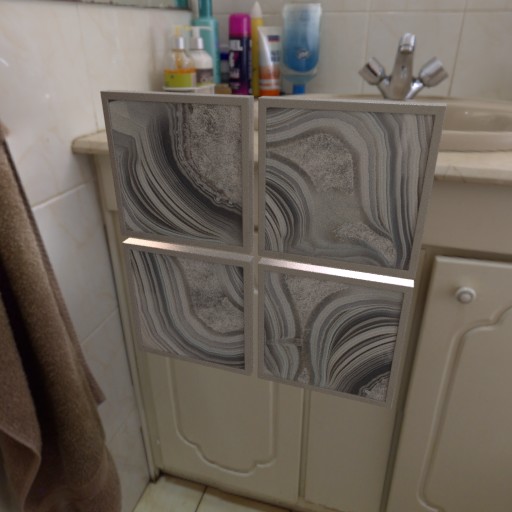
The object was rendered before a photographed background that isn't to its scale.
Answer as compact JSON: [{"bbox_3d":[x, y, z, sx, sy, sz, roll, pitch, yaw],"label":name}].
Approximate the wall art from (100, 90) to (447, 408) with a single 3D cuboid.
[{"bbox_3d":[0.000,0.000,0.897,0.611,0.611,0.029,8,28,16],"label":"wall art"}]
